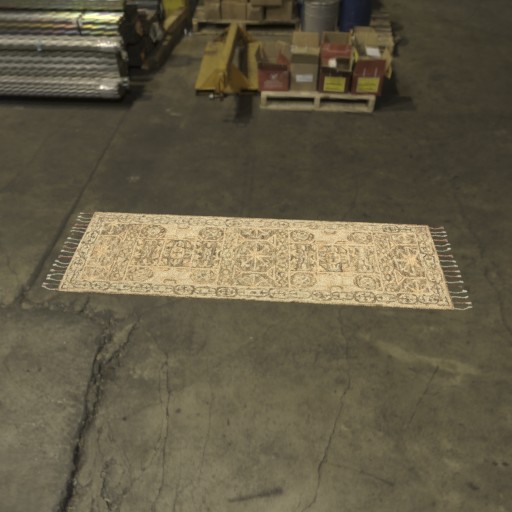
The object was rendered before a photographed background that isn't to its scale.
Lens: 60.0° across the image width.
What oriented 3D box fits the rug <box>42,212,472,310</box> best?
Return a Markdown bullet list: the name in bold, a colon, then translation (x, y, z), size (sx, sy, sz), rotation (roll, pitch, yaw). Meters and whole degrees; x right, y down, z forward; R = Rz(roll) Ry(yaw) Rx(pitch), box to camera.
- **rug**: translation (0.000, 0.000, 2.976), size (2.664, 0.011, 0.762), rotation (3, 46, 2)
